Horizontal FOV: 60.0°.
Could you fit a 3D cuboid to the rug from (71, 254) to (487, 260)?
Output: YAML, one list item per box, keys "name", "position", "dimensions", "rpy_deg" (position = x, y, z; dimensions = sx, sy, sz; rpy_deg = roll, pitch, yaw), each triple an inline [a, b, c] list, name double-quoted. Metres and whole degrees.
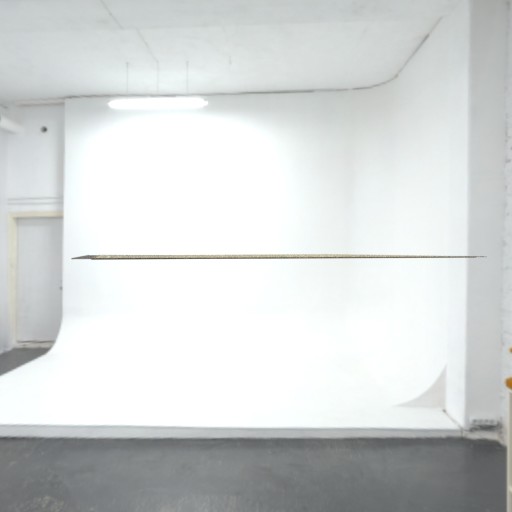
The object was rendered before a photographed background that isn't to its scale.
- name: "rug"
  position: [0.000, 0.000, 4.183]
  dimensions: [3.056, 0.010, 2.437]
  rpy_deg: [0, 1, -18]
